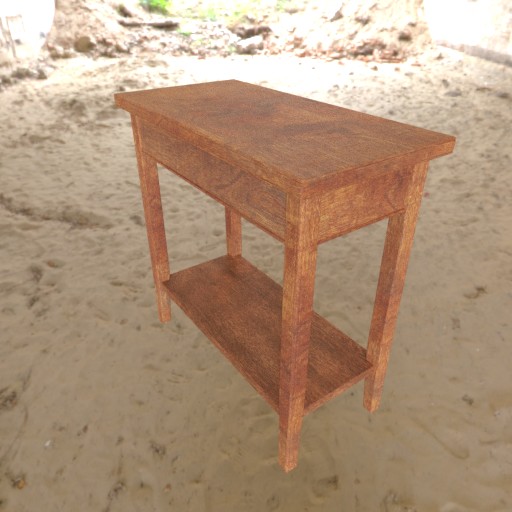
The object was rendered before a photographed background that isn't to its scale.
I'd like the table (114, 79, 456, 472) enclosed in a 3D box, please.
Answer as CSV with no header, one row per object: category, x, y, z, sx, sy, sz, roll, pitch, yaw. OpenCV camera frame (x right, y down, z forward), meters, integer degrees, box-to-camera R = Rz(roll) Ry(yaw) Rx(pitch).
table,0.000,0.000,0.957,0.305,0.610,0.610,-20,37,-30
